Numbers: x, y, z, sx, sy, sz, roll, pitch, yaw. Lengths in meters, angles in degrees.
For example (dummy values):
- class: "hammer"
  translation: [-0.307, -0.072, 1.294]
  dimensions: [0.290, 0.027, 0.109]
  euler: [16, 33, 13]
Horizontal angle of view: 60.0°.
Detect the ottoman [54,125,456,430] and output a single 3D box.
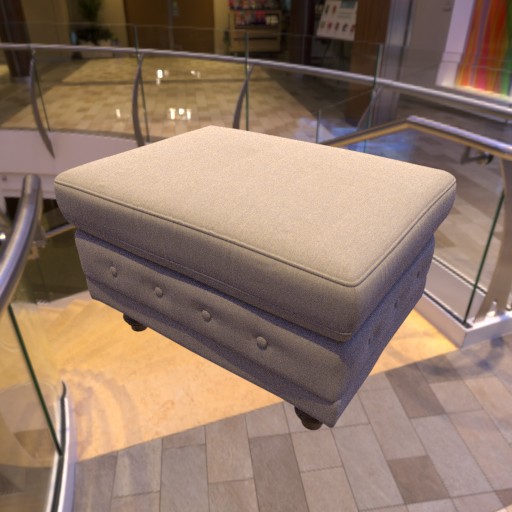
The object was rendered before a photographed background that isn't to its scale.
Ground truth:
- class: "ottoman"
  translation: [0.000, 0.000, 1.122]
  dimensions: [0.771, 0.500, 0.569]
  euler: [20, 36, 30]
